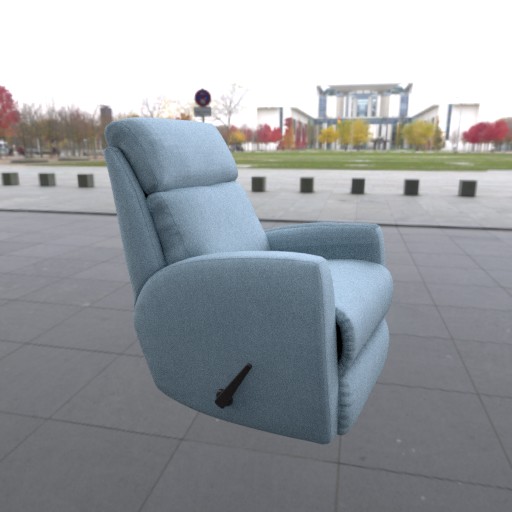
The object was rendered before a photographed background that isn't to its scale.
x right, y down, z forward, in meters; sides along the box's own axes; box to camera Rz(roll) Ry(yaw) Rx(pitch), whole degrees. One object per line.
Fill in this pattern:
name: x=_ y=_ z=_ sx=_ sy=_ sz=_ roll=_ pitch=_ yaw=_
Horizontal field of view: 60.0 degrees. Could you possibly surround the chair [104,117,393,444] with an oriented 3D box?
chair: x=0.000 y=0.000 z=1.684 sx=0.940 sy=1.013 sz=0.812 roll=7 pitch=16 yaw=27
